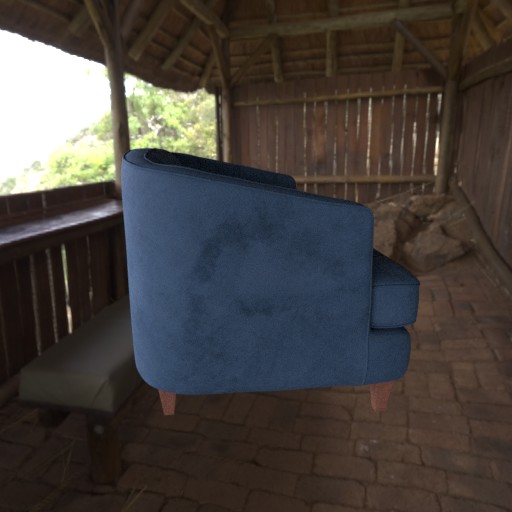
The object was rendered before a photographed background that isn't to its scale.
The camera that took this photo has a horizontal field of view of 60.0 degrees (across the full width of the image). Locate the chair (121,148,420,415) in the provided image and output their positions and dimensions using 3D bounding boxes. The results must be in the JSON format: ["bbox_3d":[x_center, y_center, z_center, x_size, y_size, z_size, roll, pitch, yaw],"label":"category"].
[{"bbox_3d":[0.000,0.000,1.802,0.940,0.852,1.094,-2,15,-8],"label":"chair"}]
